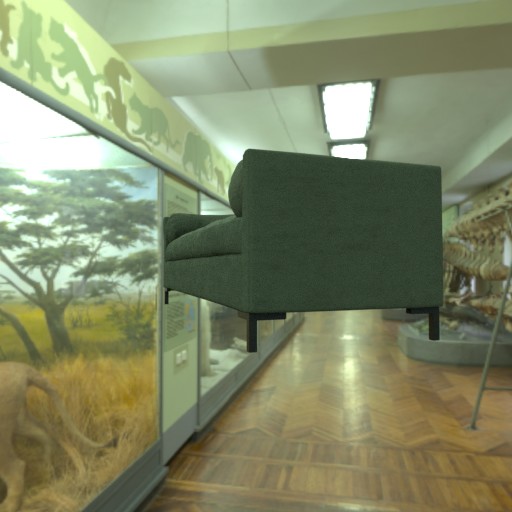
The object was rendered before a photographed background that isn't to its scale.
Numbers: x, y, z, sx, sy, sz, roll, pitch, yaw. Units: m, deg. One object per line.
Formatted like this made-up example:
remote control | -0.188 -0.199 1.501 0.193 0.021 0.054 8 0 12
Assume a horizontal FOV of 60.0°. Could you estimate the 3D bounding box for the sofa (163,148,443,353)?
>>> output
sofa | 0.000 0.000 2.518 0.817 0.681 2.130 1 -2 -19
